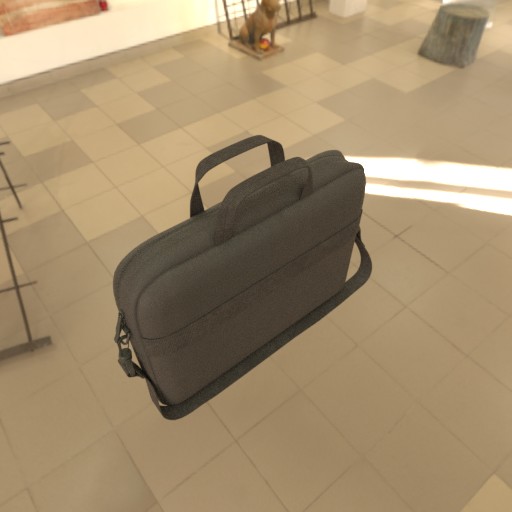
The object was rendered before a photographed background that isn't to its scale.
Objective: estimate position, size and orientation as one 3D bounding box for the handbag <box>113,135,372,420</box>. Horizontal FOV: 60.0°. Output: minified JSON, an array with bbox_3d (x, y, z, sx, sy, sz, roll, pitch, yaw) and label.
[{"bbox_3d":[0.000,0.000,0.444,0.320,0.244,0.089,-31,54,-25],"label":"handbag"}]
